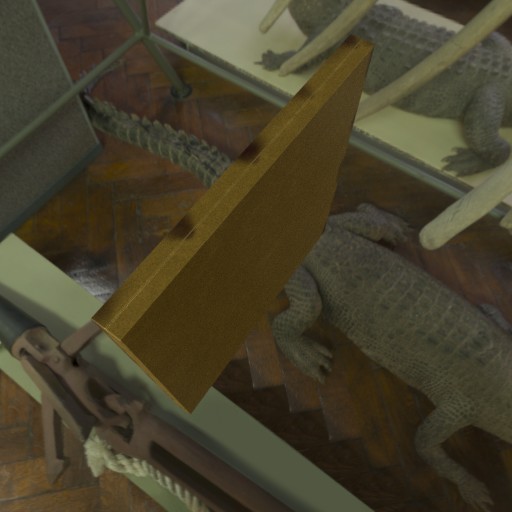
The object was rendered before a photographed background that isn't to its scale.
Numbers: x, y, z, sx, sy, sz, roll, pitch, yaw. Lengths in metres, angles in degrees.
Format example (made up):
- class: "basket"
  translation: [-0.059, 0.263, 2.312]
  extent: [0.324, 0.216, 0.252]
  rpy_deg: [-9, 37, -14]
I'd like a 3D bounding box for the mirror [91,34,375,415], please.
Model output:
- class: "mirror"
  translation: [0.000, 0.000, 0.743]
  extent: [0.042, 0.507, 0.509]
  rpy_deg: [32, 67, 15]
